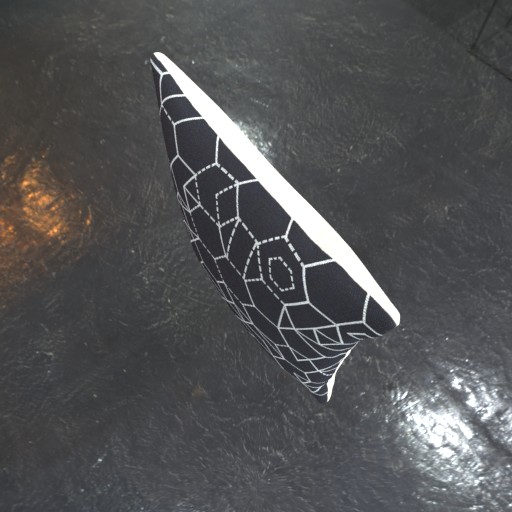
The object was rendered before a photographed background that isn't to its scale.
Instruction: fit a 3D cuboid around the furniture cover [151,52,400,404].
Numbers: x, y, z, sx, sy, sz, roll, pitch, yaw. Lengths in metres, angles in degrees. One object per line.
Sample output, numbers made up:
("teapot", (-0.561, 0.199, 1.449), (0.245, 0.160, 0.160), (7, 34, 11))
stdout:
("furniture cover", (0.000, 0.000, 0.784), (0.158, 0.508, 0.517), (-33, 67, -16))
